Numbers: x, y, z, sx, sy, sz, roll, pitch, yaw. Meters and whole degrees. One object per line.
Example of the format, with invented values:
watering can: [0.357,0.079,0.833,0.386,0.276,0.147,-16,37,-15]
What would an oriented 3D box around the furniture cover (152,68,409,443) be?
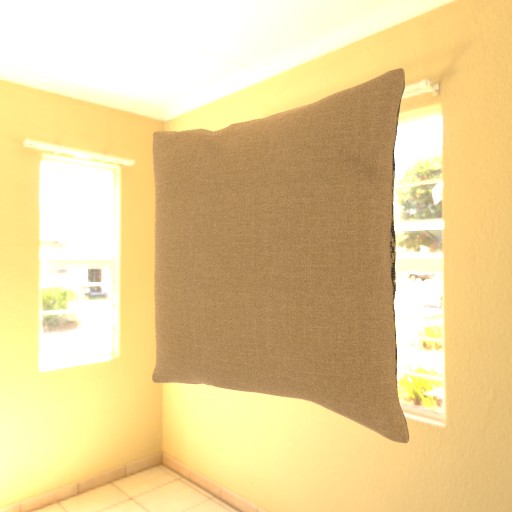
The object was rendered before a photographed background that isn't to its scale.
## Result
furniture cover: [0.000,0.000,0.634,0.431,0.431,0.139,0,0,36]
